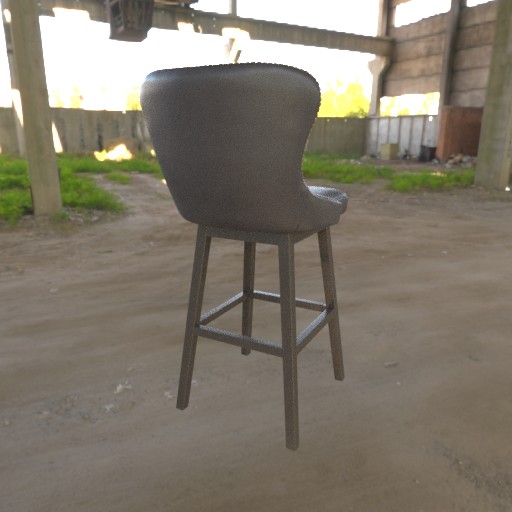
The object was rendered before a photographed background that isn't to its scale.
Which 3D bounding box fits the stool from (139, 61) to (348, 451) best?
[{"bbox_3d":[0.000,0.000,1.396,0.528,1.050,0.601,8,18,28],"label":"stool"}]
